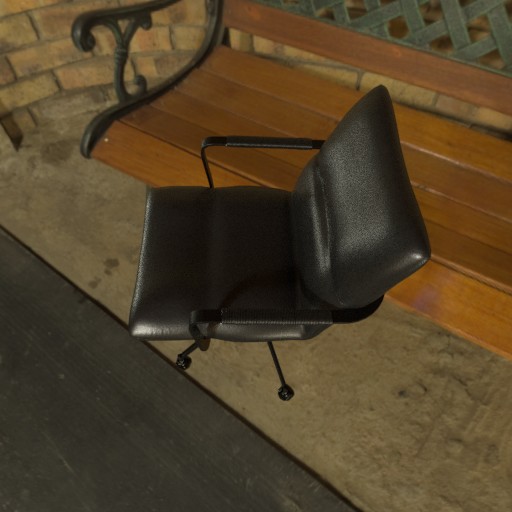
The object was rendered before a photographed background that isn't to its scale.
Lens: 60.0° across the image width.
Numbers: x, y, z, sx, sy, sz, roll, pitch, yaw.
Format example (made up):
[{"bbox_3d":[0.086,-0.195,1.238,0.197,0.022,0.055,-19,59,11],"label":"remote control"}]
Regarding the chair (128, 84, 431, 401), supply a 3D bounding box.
[{"bbox_3d":[0.000,0.000,1.446,0.748,0.922,0.719,-1,58,-1],"label":"chair"}]
